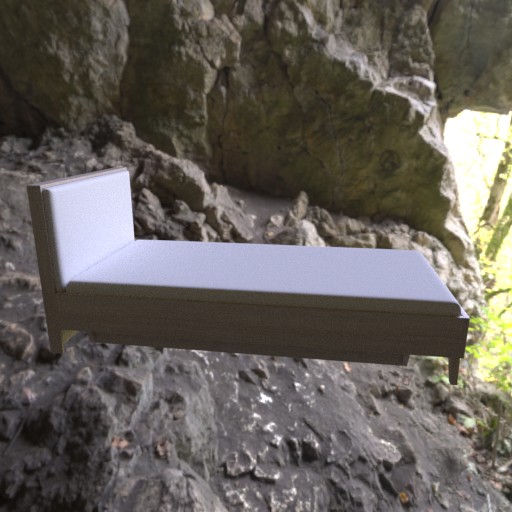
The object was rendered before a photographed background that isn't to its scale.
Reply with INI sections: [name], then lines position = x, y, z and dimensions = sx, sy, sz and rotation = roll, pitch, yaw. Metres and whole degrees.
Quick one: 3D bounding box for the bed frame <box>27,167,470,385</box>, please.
[bed frame]
position = 0.000, 0.000, 2.631
dimensions = 2.140, 0.920, 0.990
rotation = 2, 17, 8
